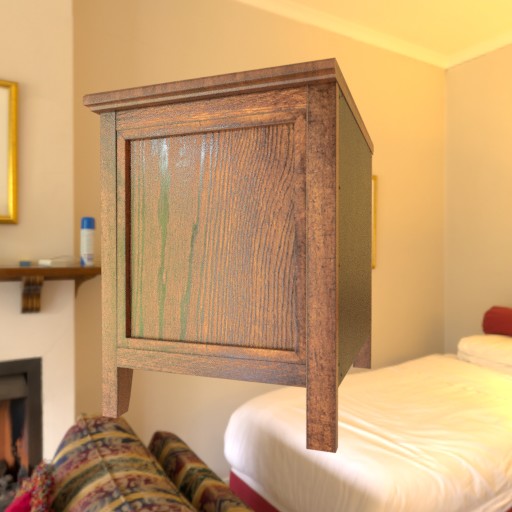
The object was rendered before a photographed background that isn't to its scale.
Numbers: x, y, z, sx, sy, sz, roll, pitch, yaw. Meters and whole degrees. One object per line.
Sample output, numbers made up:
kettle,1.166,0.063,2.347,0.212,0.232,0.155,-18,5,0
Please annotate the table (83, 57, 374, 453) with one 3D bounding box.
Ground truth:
table,0.000,0.000,1.006,0.461,0.597,0.586,0,1,20
